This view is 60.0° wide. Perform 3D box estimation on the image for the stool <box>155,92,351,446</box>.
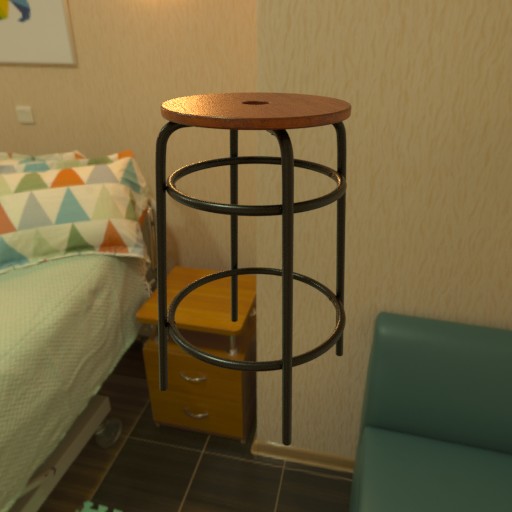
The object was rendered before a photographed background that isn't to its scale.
[{"bbox_3d":[0.000,0.000,0.926,0.455,0.610,0.455,-7,27,-14],"label":"stool"}]
